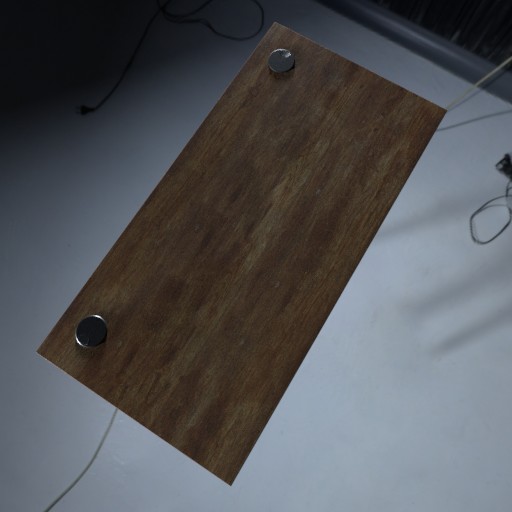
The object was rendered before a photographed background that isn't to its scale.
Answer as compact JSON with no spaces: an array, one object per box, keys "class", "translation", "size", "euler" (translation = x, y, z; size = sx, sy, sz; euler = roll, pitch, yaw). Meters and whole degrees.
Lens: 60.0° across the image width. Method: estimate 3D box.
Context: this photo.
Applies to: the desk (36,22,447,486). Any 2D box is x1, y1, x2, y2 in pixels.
[{"class":"desk","translation":[0.000,0.000,1.593],"size":[0.600,0.749,1.200],"euler":[31,78,7]}]
